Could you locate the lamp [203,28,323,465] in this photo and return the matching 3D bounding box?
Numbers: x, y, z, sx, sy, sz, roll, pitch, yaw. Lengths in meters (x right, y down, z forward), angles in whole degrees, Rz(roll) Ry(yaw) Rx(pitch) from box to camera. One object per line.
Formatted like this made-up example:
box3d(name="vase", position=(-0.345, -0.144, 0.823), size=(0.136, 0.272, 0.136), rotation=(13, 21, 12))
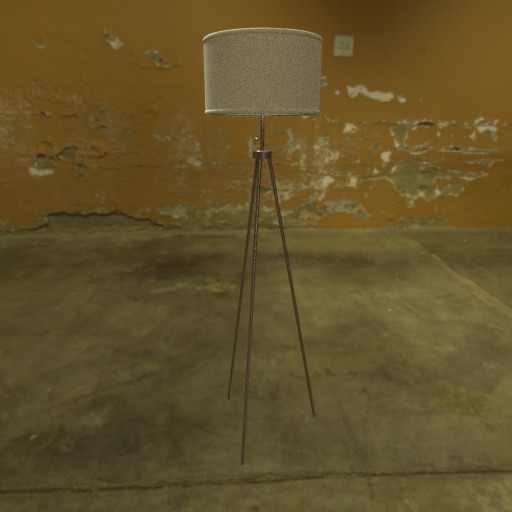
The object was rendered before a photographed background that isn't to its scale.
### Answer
box3d(name="lamp", position=(0.000, 0.000, 1.745), size=(0.458, 1.545, 0.448), rotation=(15, 22, 41))
